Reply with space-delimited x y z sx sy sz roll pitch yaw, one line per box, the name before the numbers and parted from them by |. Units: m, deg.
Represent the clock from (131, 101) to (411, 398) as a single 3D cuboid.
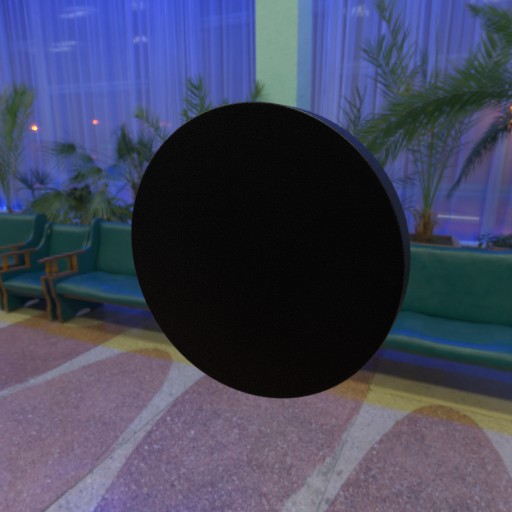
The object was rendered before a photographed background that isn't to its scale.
clock | 0.000 0.000 0.479 0.314 0.314 0.040 7 16 26
